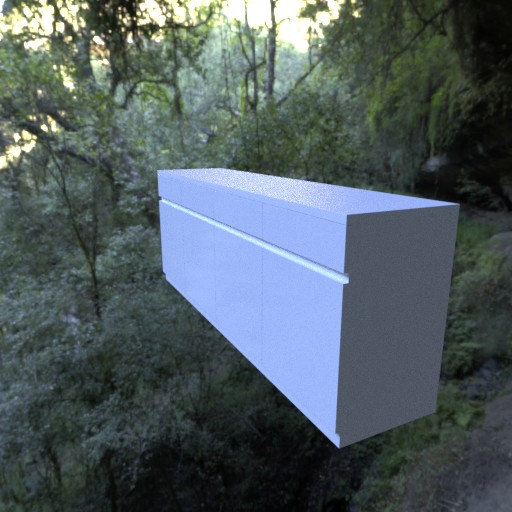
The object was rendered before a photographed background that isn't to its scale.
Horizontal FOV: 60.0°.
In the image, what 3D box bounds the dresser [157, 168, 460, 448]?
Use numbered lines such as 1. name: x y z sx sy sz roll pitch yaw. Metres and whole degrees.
1. dresser: 0.000 0.000 2.514 0.500 0.840 2.200 -7 17 -26
